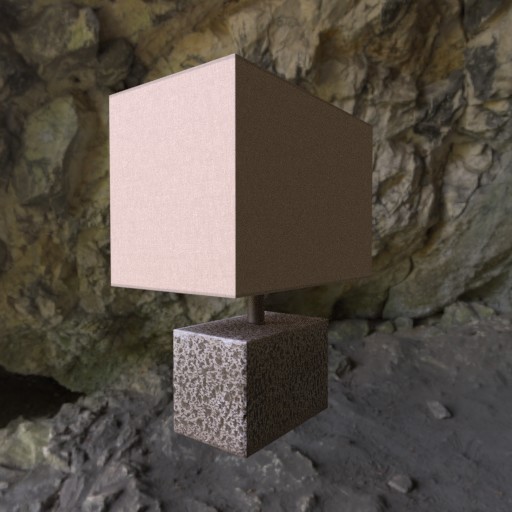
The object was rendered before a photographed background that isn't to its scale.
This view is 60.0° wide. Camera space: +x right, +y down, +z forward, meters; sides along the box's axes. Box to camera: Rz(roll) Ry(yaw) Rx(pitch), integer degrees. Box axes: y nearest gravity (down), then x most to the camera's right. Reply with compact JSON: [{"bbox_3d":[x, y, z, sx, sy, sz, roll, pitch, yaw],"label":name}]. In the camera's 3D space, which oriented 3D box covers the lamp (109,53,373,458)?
[{"bbox_3d":[0.000,0.000,0.552,0.180,0.411,0.294,1,2,37],"label":"lamp"}]
